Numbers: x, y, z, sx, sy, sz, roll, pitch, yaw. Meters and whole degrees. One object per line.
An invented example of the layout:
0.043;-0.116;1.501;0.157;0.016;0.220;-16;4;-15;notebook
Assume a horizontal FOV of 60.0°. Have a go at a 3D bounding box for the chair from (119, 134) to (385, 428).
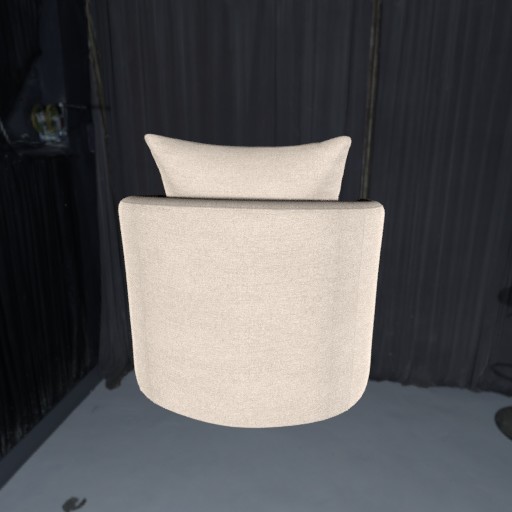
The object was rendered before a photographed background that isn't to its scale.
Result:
0.000;0.000;1.587;0.845;0.848;0.910;2;16;9;chair
